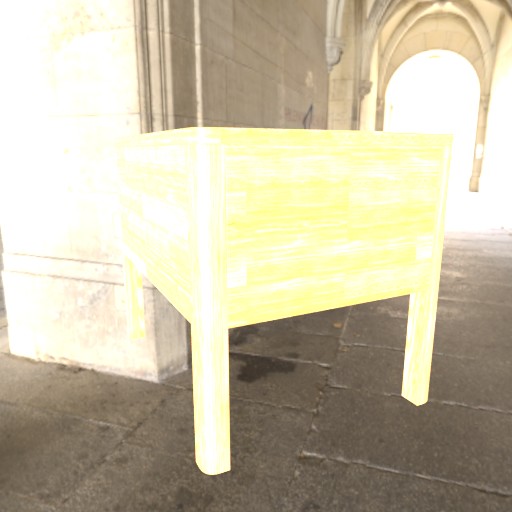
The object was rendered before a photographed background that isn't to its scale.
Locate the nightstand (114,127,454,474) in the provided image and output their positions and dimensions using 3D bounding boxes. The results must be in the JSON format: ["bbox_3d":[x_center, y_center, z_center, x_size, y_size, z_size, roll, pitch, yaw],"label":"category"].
[{"bbox_3d":[0.000,0.000,0.902,0.440,0.470,0.560,-7,15,-26],"label":"nightstand"}]
